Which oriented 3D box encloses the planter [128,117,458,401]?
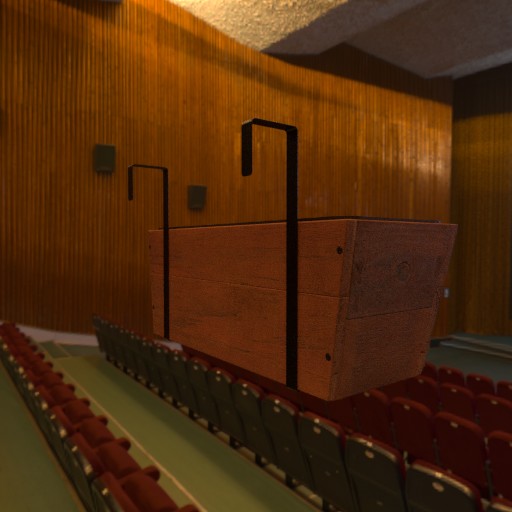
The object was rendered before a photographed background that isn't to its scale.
[{"bbox_3d":[0.000,0.000,0.659,0.262,0.289,0.480,-1,2,-36],"label":"planter"}]
